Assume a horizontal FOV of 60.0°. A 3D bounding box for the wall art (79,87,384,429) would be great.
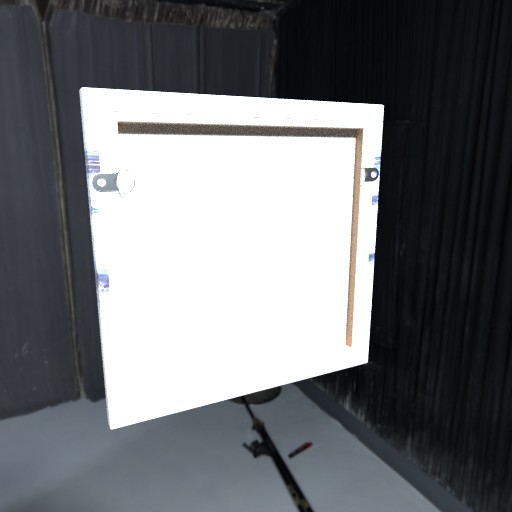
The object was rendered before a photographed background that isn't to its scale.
[{"bbox_3d":[0.000,0.000,1.104,0.755,0.747,0.065,-6,15,-26],"label":"wall art"}]
